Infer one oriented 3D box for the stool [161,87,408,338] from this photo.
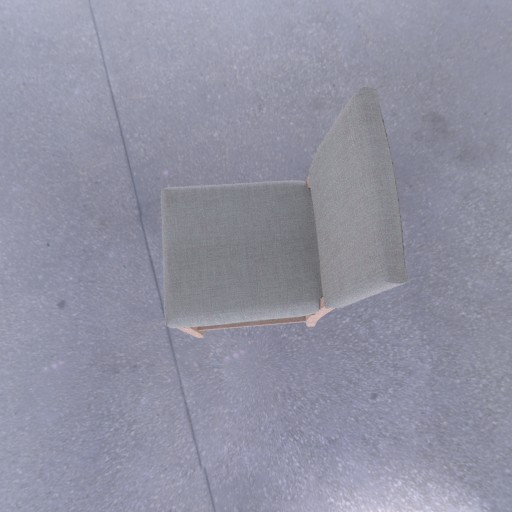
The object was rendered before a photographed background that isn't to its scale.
[{"bbox_3d":[0.000,0.000,1.469,0.585,1.173,0.445,-4,76,-1],"label":"stool"}]
